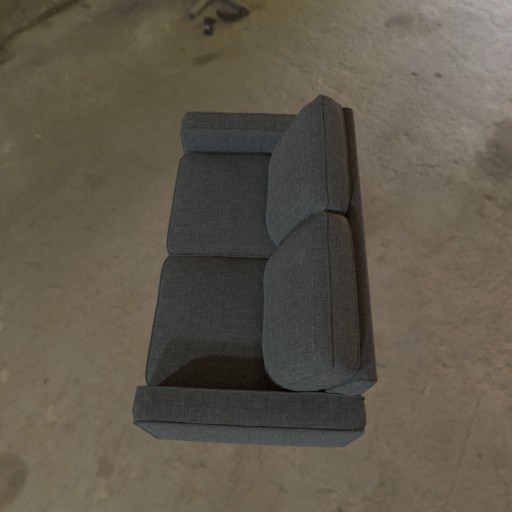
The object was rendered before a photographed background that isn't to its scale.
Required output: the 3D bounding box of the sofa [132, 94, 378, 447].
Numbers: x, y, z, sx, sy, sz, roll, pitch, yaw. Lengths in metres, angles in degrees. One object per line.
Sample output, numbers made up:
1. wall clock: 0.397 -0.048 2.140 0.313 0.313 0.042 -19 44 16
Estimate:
1. sofa: 0.000 0.000 2.247 0.947 0.918 1.709 2 61 1
